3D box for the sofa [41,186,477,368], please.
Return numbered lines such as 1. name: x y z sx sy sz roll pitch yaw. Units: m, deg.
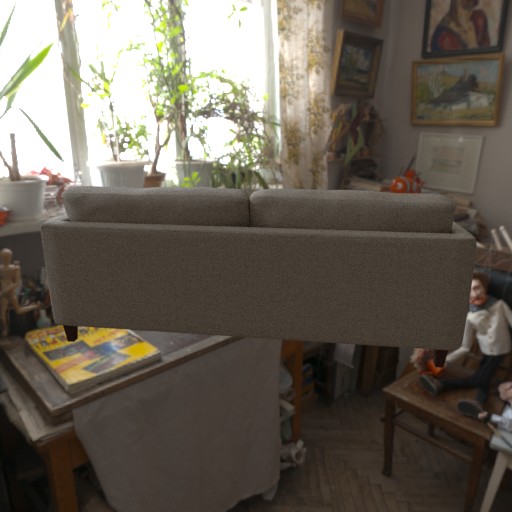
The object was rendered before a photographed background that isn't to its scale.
1. sofa: 0.000 0.000 2.921 2.434 0.965 0.951 2 17 8
